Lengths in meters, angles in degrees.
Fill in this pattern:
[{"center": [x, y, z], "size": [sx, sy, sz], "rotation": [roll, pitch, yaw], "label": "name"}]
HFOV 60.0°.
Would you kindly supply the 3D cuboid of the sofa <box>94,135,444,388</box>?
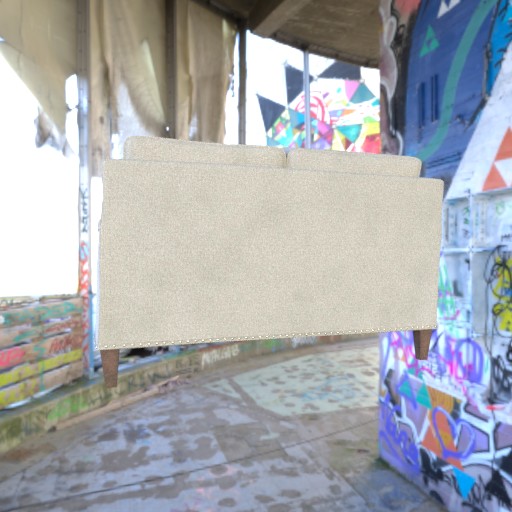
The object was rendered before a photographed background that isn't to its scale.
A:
[{"center": [0.000, 0.000, 2.327], "size": [1.597, 1.003, 1.084], "rotation": [0, 0, -18], "label": "sofa"}]
